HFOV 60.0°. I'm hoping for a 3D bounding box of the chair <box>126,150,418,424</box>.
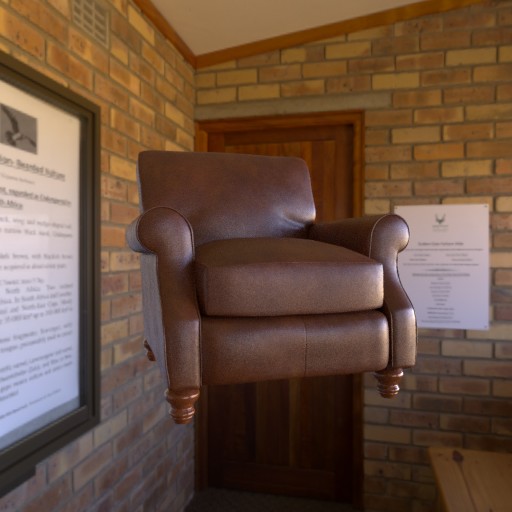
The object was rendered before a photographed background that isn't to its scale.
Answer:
[{"bbox_3d":[0.000,0.000,1.780,0.989,0.972,0.992,0,0,-19],"label":"chair"}]
